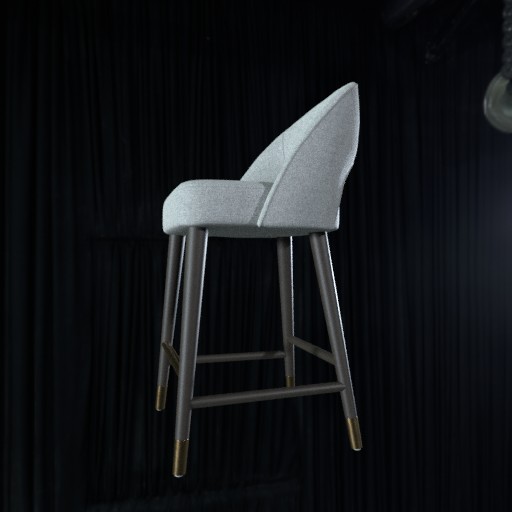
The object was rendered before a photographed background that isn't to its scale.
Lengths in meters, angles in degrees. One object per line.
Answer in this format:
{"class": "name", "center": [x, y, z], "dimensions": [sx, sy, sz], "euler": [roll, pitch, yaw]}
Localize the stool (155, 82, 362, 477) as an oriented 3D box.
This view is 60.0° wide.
{"class": "stool", "center": [0.000, 0.000, 1.228], "dimensions": [0.509, 0.940, 0.494], "euler": [0, 0, -18]}
